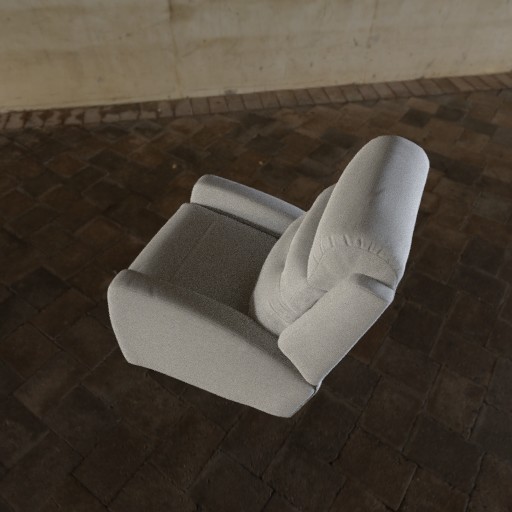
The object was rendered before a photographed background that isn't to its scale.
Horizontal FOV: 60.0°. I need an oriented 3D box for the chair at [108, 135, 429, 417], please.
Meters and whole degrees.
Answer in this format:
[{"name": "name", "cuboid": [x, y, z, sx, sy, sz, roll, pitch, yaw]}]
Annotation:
[{"name": "chair", "cuboid": [0.000, 0.000, 1.729, 1.043, 1.013, 0.798, 16, 47, 16]}]
